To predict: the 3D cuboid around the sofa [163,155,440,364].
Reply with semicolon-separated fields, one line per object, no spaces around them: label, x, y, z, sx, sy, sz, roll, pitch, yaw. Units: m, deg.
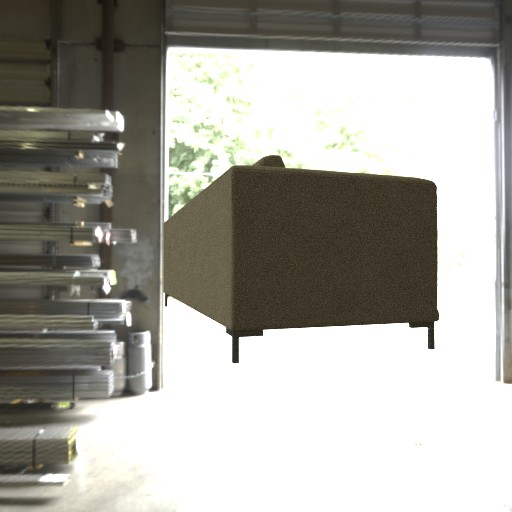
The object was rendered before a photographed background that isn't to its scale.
sofa;0.000;0.000;2.967;0.969;0.867;2.415;0;-1;-18
